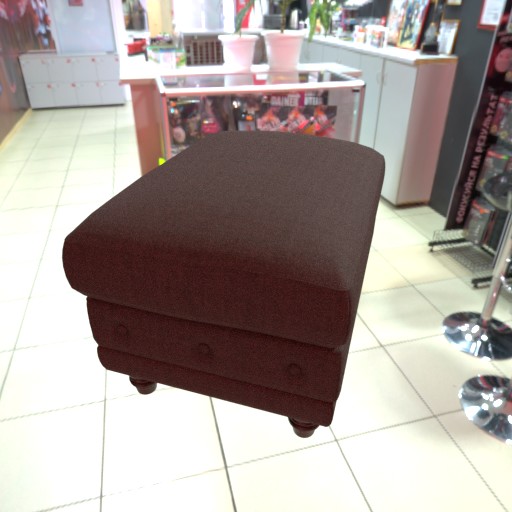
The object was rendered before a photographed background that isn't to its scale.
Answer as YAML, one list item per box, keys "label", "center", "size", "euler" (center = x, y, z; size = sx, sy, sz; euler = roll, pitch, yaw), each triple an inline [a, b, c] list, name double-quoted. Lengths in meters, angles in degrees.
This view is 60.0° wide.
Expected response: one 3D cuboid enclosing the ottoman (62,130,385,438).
- label: "ottoman"
  center: [0.000, 0.000, 1.221]
  size: [0.599, 0.555, 0.809]
  euler: [9, 32, 15]
